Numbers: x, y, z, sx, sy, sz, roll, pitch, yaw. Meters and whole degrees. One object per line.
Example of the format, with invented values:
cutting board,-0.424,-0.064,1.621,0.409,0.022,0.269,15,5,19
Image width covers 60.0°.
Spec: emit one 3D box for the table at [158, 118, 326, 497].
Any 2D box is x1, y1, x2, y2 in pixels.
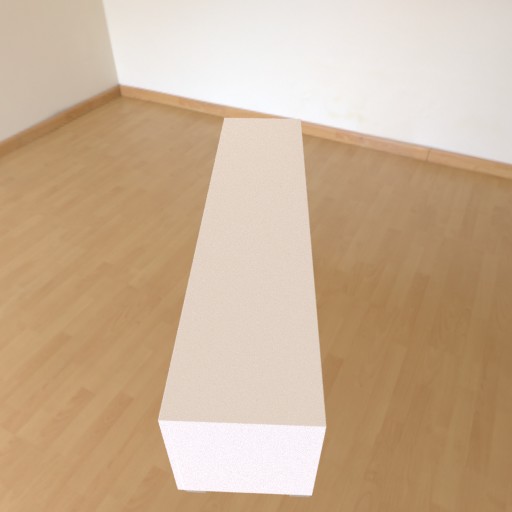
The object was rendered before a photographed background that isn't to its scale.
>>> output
table,0.000,0.000,1.780,0.390,0.420,1.650,2,41,2
